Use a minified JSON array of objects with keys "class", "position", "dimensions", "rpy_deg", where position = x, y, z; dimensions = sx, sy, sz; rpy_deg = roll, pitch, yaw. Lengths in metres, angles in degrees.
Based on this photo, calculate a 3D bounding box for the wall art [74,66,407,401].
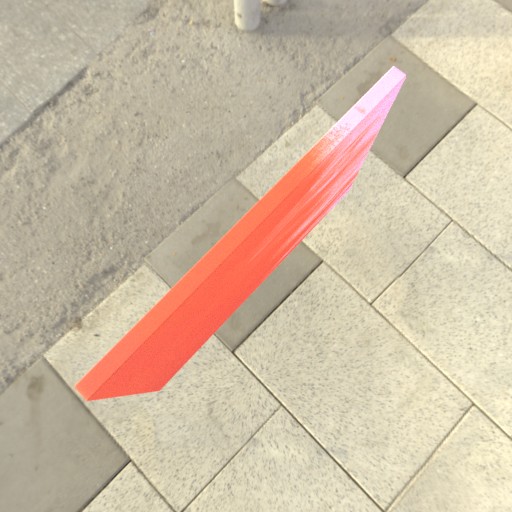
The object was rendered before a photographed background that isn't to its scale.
[{"class":"wall art","position":[0.000,0.000,1.159],"dimensions":[0.040,0.609,0.913],"rpy_deg":[42,79,10]}]
